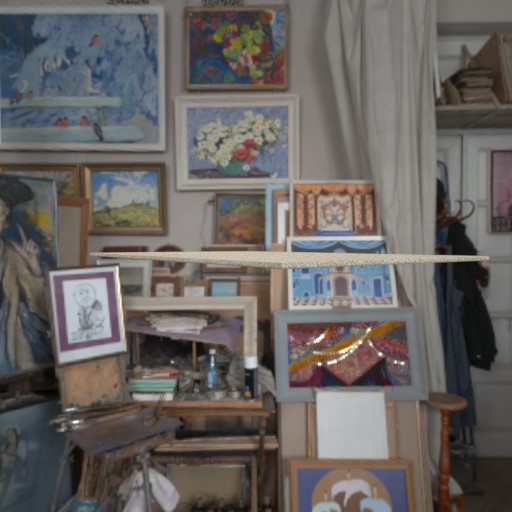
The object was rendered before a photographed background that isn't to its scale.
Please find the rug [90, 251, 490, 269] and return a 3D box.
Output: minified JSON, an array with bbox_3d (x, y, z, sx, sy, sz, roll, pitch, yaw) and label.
[{"bbox_3d":[0.000,0.000,2.964,1.500,0.025,2.346,-1,2,-36],"label":"rug"}]
